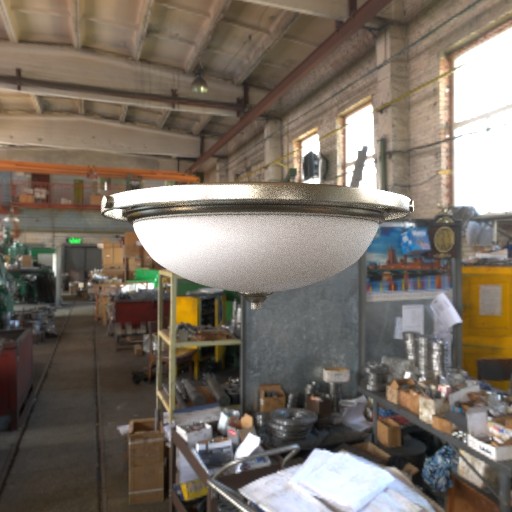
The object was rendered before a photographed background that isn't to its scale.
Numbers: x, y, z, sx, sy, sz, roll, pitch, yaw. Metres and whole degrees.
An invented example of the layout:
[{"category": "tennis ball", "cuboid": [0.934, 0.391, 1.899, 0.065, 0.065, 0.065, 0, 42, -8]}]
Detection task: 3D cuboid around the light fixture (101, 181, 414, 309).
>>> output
[{"category": "light fixture", "cuboid": [0.000, 0.000, 0.547, 0.361, 0.130, 0.361, 0, 0, 0]}]
